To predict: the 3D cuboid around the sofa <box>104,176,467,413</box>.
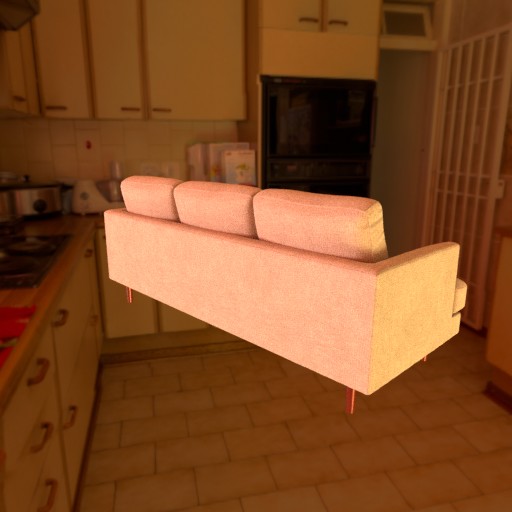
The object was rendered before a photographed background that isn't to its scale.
[{"bbox_3d":[0.000,0.000,2.753,0.903,0.930,2.246,-13,19,-42],"label":"sofa"}]
